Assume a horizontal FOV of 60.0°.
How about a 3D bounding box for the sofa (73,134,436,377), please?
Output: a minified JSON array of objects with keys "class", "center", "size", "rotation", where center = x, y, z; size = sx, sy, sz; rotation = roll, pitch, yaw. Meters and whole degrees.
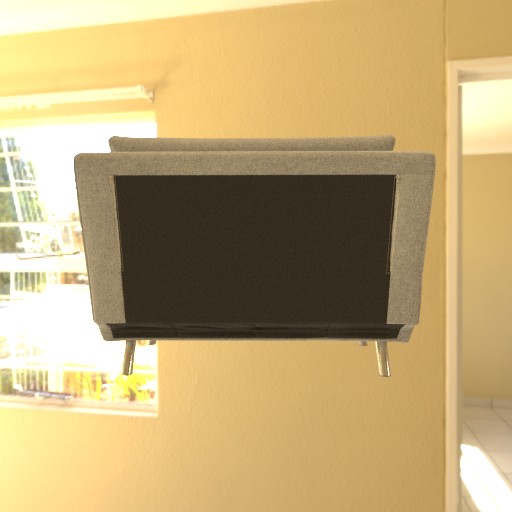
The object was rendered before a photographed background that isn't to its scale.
[{"class":"sofa","center":[0.000,0.000,1.912],"size":[1.220,0.910,0.910],"rotation":[0,0,1]}]
